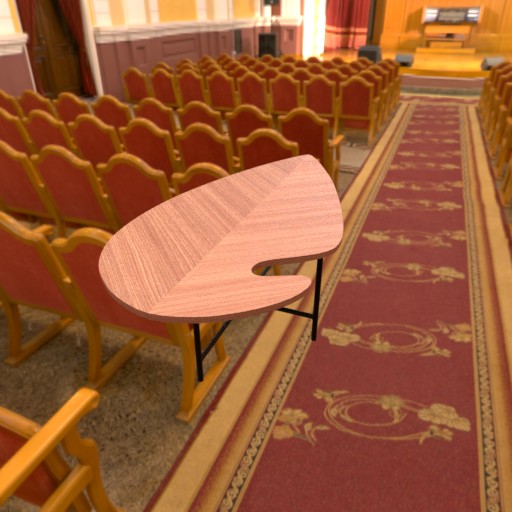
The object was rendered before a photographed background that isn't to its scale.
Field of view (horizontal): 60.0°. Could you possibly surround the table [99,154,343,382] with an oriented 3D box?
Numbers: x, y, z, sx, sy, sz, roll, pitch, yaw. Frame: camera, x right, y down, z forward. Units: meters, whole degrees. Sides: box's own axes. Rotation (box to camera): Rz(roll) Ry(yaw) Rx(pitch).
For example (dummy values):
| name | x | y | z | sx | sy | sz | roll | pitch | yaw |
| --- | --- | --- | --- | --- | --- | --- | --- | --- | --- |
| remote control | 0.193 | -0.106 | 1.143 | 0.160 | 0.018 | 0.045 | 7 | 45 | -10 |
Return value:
| name | x | y | z | sx | sy | sz | roll | pitch | yaw |
| --- | --- | --- | --- | --- | --- | --- | --- | --- | --- |
| table | 0.000 | 0.000 | 1.488 | 0.598 | 0.360 | 1.199 | 11 | 31 | 19 |
